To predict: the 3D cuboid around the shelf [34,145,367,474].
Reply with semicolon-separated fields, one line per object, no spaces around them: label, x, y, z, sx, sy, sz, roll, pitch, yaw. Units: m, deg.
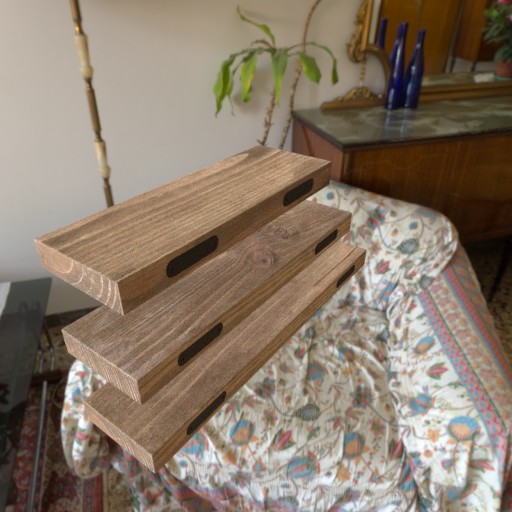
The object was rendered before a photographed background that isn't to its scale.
shelf;0.000;0.000;0.724;0.140;0.293;0.610;21;38;31
